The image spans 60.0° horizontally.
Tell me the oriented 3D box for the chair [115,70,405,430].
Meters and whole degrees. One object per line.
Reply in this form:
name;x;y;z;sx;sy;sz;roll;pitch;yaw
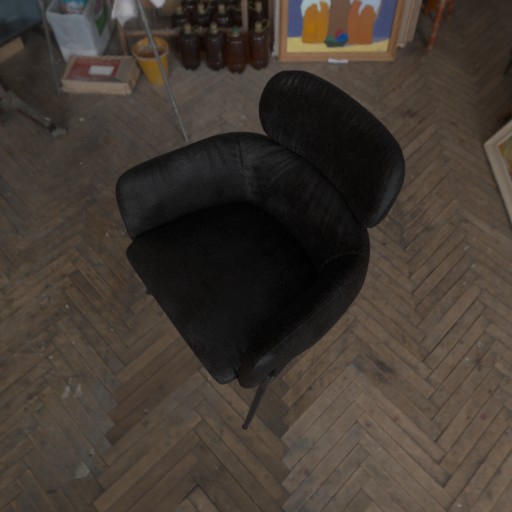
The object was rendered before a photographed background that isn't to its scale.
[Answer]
chair;0.000;0.000;1.281;0.604;0.818;0.640;-34;66;-17
